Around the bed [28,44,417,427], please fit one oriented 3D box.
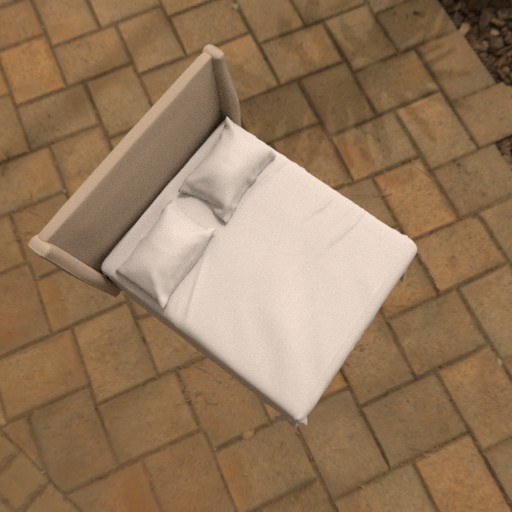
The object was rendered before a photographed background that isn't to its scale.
[{"bbox_3d":[0.000,0.000,3.481,2.276,1.332,1.925,36,78,8],"label":"bed"}]
